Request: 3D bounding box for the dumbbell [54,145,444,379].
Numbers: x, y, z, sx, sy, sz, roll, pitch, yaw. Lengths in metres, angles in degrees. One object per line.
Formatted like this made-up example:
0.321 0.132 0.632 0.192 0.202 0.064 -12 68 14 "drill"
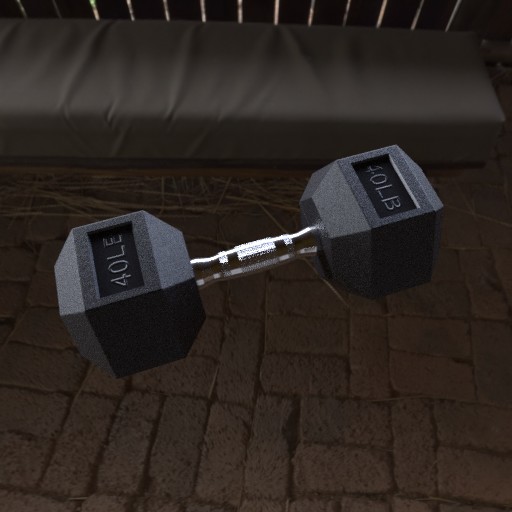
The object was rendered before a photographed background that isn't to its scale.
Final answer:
0.000 0.000 0.445 0.361 0.137 0.157 -16 64 -8 "dumbbell"
